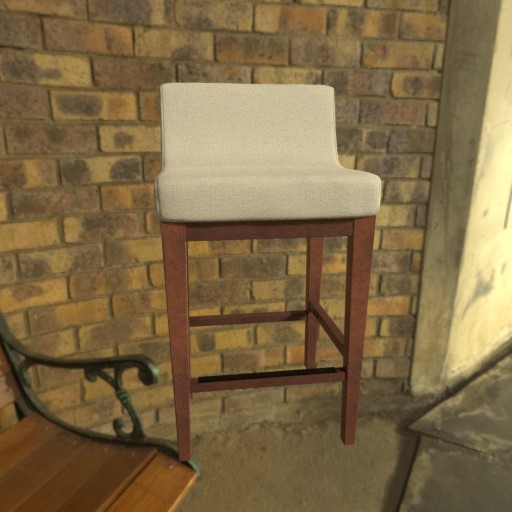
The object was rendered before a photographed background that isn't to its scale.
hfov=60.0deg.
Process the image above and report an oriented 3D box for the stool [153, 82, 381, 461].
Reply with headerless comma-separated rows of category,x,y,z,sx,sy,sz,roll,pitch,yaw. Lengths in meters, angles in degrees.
stool,0.000,0.000,1.232,0.511,0.937,0.500,-2,15,-8
